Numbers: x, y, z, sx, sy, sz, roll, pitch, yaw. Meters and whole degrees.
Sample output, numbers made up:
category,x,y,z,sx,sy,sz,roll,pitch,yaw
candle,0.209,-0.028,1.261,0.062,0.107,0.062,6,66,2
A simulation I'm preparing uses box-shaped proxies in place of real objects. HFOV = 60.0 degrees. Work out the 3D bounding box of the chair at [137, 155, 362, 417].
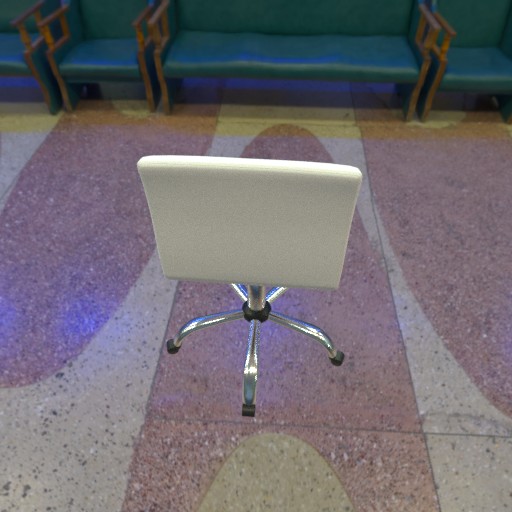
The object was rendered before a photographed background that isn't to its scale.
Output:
category,x,y,z,sx,sy,sz,roll,pitch,yaw
chair,0.000,0.000,1.141,0.556,0.780,0.530,4,47,3
